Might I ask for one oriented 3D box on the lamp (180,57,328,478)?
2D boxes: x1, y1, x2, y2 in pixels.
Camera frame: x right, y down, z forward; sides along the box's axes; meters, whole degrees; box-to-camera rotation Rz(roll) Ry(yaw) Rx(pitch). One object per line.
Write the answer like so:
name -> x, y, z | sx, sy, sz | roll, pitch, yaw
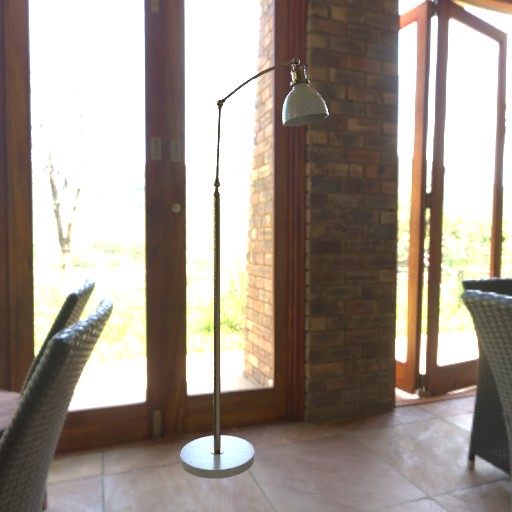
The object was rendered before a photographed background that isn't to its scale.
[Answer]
lamp -> 0.000, 0.000, 1.752 | 0.599, 1.586, 0.288 | 0, 2, -16
